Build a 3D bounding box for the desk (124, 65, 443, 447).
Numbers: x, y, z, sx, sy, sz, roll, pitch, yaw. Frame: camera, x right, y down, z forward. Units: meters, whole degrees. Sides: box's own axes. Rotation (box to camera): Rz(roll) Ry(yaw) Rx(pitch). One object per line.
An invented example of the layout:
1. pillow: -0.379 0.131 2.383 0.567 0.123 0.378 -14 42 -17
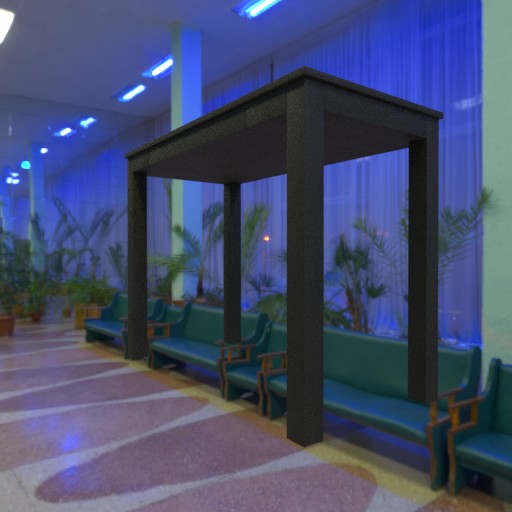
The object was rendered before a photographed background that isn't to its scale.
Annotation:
1. desk: 0.000 0.000 1.424 0.499 0.762 0.991 0 1 -37
